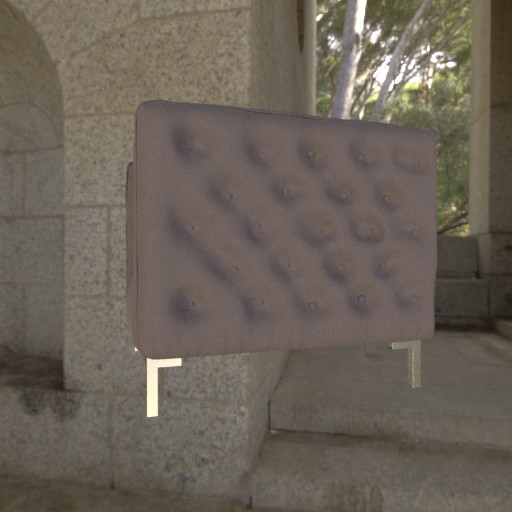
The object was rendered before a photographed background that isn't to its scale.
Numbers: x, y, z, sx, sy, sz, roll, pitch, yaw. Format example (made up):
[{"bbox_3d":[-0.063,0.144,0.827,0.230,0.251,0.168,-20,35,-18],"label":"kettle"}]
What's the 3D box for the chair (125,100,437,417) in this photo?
[{"bbox_3d":[0.000,0.000,1.626,0.913,0.807,0.946,0,1,-18],"label":"chair"}]
